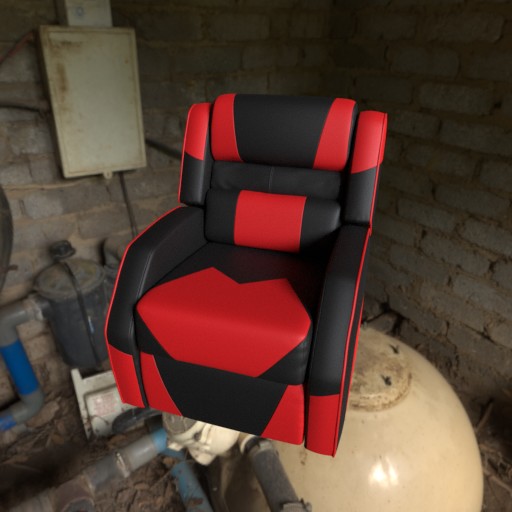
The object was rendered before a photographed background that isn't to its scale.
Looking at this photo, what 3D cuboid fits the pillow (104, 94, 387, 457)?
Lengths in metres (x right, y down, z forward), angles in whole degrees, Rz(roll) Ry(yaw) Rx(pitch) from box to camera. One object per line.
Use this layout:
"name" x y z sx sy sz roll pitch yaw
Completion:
"pillow" 0.000 0.000 1.276 0.620 0.805 0.672 8 28 15
